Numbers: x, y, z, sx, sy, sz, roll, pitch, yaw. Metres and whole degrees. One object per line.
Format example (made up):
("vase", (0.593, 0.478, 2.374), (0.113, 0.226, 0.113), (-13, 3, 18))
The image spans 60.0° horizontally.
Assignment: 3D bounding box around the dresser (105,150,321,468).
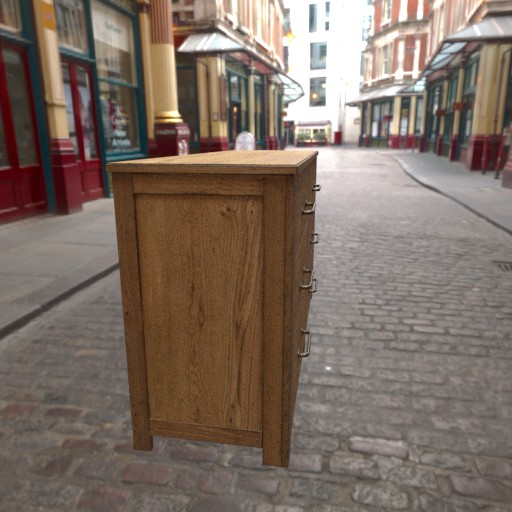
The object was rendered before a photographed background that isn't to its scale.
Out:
("dresser", (0.000, 0.000, 2.084), (0.563, 0.932, 1.657), (2, 15, 9))
